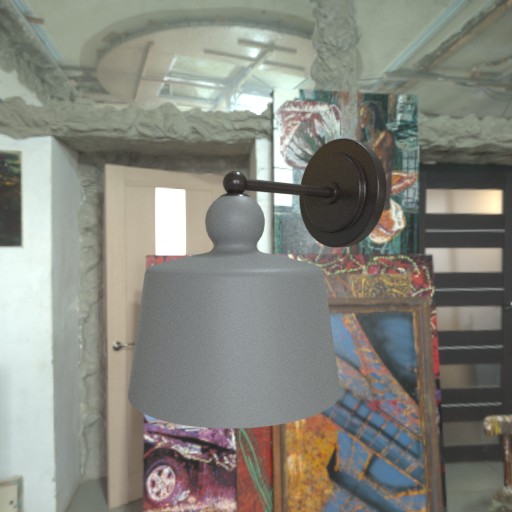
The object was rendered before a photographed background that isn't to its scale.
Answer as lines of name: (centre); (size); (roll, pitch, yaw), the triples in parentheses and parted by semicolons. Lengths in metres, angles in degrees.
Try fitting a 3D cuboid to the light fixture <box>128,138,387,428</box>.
light fixture: (0.000, 0.000, 0.450); (0.254, 0.268, 0.204); (-1, 1, -36)
